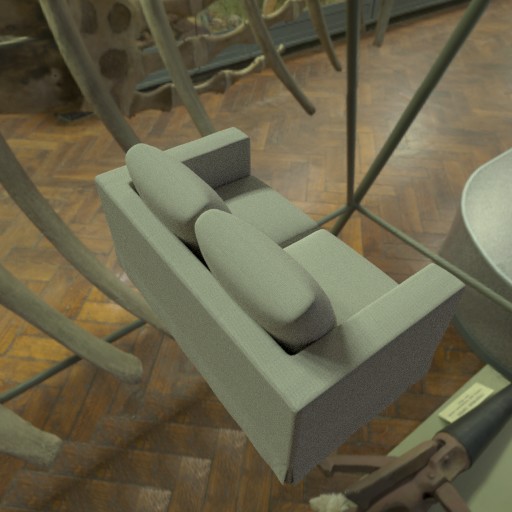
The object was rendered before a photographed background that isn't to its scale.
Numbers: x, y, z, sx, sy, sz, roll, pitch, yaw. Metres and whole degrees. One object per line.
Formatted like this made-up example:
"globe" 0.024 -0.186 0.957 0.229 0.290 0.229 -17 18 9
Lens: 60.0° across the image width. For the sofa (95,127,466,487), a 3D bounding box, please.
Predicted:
"sofa" 0.000 0.000 2.384 1.009 0.932 1.813 -28 51 -26
